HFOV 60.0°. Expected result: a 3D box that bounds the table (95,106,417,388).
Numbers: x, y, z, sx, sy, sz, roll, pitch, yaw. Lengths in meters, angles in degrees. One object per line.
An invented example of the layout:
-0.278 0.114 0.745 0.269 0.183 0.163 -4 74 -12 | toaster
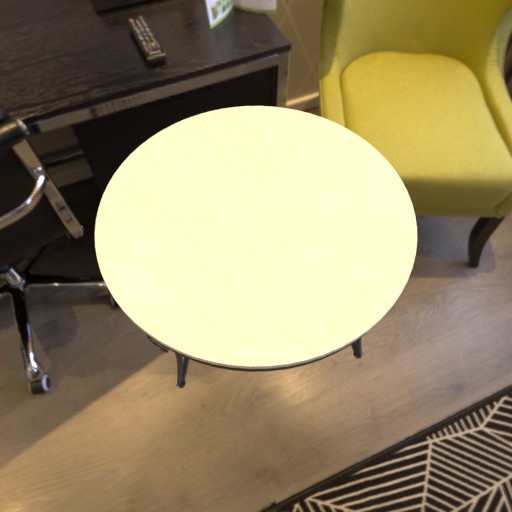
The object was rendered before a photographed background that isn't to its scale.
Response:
0.000 0.000 1.443 0.889 0.470 0.889 0 58 0 | table
